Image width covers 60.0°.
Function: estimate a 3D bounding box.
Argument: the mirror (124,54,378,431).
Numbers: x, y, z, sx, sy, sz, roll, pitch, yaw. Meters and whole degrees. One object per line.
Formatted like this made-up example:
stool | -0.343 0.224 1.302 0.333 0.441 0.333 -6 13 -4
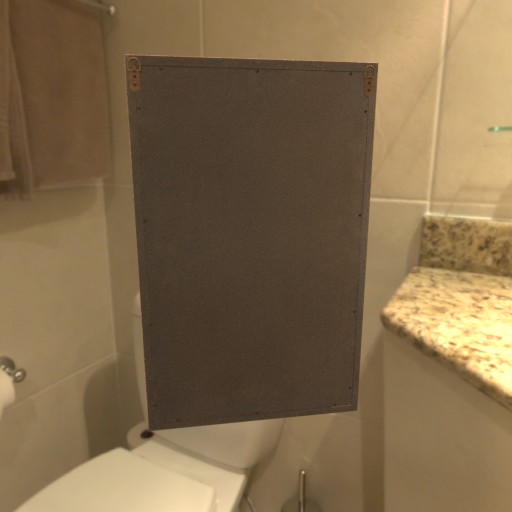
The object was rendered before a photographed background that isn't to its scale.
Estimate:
mirror | 0.000 0.000 0.957 0.495 0.787 0.058 -2 14 -9
